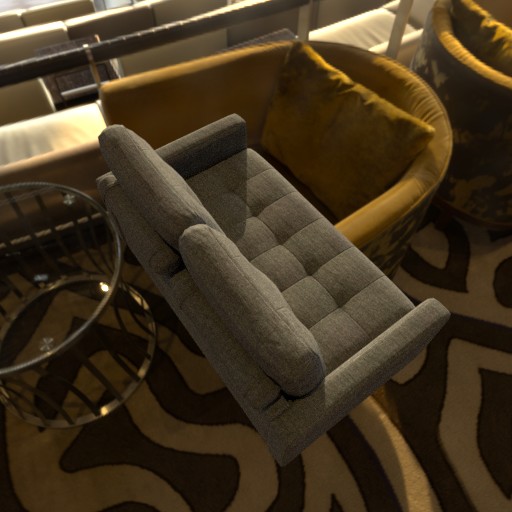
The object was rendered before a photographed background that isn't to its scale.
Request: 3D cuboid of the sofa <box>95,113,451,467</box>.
[{"bbox_3d":[0.000,0.000,1.909,0.842,0.907,1.407,-32,62,-19],"label":"sofa"}]
